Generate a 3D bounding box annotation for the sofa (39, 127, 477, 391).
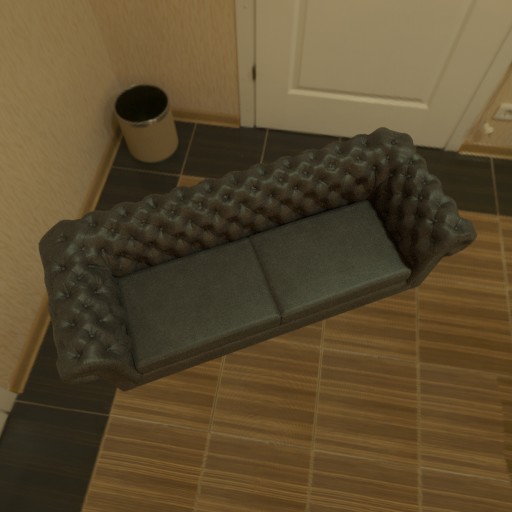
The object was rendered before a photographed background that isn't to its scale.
[{"bbox_3d":[0.000,0.000,2.795,2.385,0.783,0.944,-18,64,-9],"label":"sofa"}]
